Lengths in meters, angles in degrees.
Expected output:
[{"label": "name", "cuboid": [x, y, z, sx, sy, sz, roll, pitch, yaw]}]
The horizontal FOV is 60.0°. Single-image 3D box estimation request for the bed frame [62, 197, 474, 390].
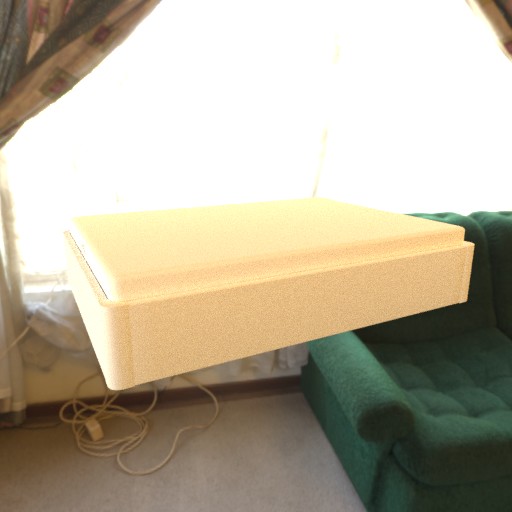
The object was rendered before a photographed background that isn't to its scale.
[{"label": "bed frame", "cuboid": [0.000, 0.000, 2.524, 1.900, 0.406, 1.400, -8, 17, -27]}]
